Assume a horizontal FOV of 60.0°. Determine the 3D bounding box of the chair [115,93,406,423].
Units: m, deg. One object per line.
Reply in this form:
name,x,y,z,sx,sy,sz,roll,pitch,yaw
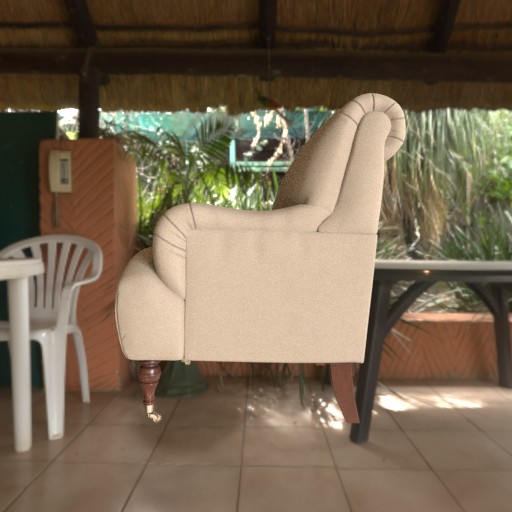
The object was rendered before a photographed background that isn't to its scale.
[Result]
chair,0.000,0.000,1.578,0.842,0.942,0.766,0,1,-1
